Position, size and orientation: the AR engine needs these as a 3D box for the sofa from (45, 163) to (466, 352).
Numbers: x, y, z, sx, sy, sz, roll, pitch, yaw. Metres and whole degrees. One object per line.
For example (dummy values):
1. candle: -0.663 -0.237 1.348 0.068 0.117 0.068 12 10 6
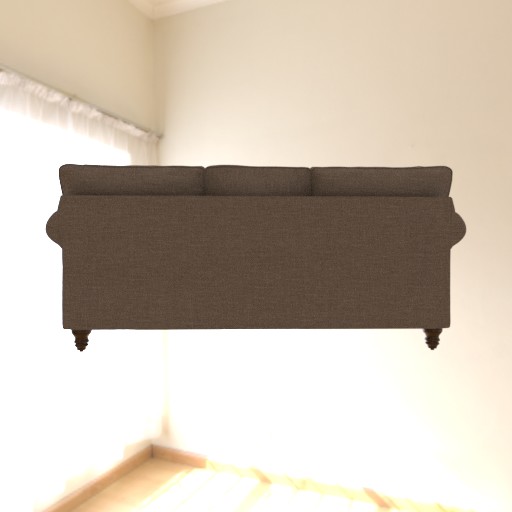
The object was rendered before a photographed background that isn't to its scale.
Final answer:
1. sofa: 0.000 0.000 2.611 2.084 0.961 0.916 0 -1 -2
